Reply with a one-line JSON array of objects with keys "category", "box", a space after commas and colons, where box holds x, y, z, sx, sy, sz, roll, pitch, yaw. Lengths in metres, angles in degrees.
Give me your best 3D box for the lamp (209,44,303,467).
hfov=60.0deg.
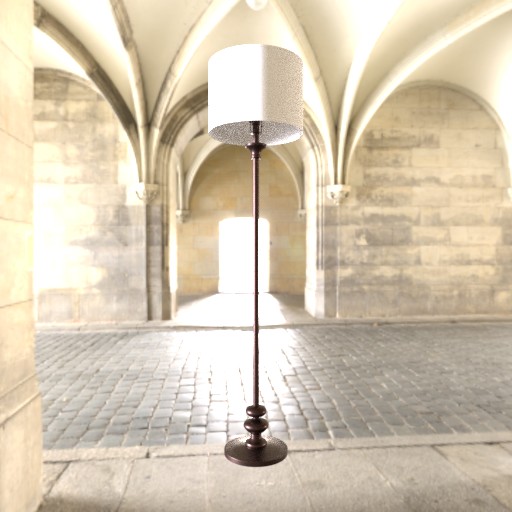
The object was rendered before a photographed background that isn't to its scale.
[{"category": "lamp", "box": [0.000, 0.000, 1.680, 0.356, 1.487, 0.356, 0, 0, 37]}]
